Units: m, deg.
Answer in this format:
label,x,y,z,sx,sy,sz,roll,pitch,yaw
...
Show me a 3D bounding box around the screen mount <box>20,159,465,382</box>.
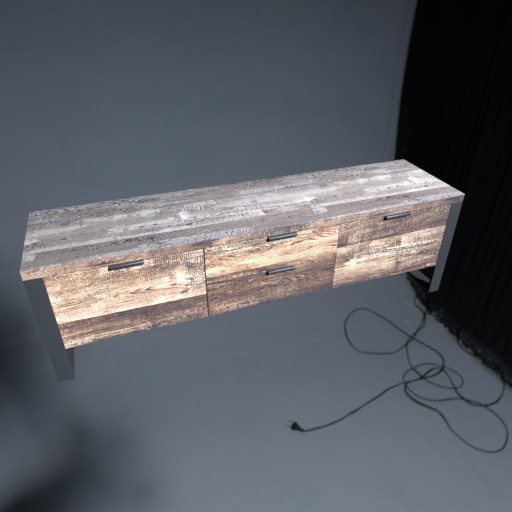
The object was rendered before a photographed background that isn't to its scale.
label,x,y,z,sx,sy,sz,roll,pitch,yaw
screen mount,0.000,0.000,1.714,1.524,0.450,0.395,-11,34,-16
